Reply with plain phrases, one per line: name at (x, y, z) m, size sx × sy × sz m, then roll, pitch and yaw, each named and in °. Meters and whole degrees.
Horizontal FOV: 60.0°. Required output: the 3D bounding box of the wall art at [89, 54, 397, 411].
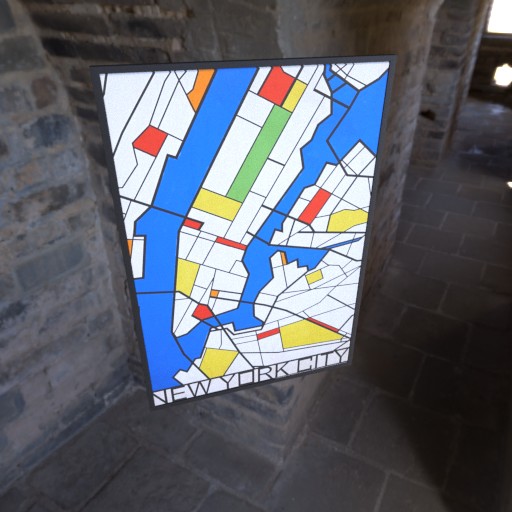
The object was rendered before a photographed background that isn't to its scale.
wall art at (0.000, 0.000, 0.810) m, size 0.460 × 0.660 × 0.013 m, roll -9°, pitch 32°, yaw -15°
